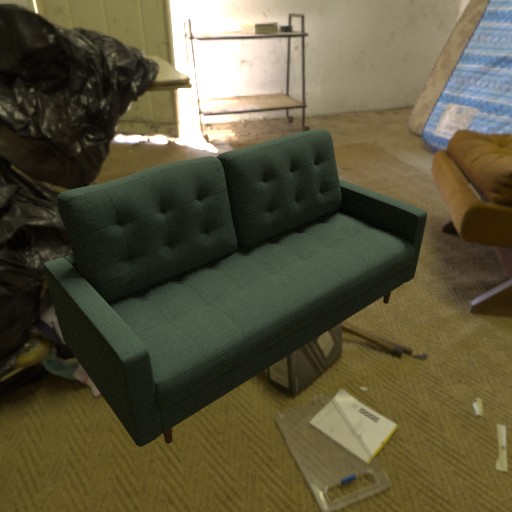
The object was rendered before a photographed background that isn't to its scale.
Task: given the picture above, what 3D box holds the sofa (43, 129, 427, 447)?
[{"bbox_3d":[0.000,0.000,2.507,2.010,1.050,0.966,-23,38,-34],"label":"sofa"}]
